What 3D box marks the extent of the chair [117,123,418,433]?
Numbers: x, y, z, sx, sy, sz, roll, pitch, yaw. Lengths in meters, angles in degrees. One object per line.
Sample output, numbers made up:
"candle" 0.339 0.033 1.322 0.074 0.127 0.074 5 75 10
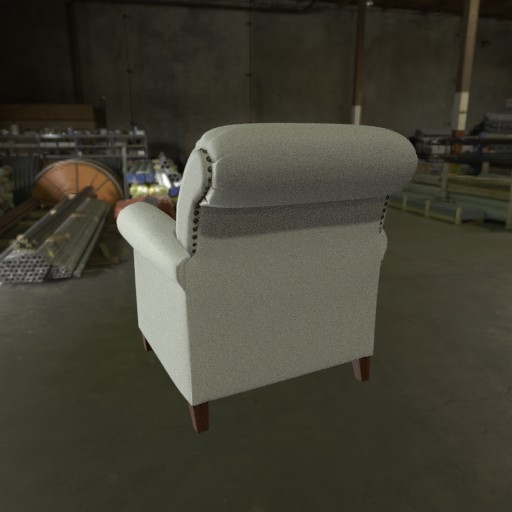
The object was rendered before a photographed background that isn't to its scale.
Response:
"chair" 0.000 0.000 1.642 0.854 0.927 0.890 -8 17 -26
